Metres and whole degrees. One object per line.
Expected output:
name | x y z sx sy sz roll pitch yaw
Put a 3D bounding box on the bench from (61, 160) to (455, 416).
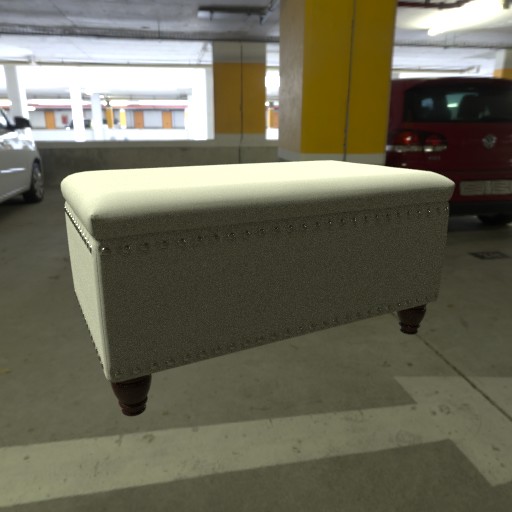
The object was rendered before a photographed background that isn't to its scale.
bench | 0.000 0.000 1.187 0.887 0.449 0.500 -9 19 -27
